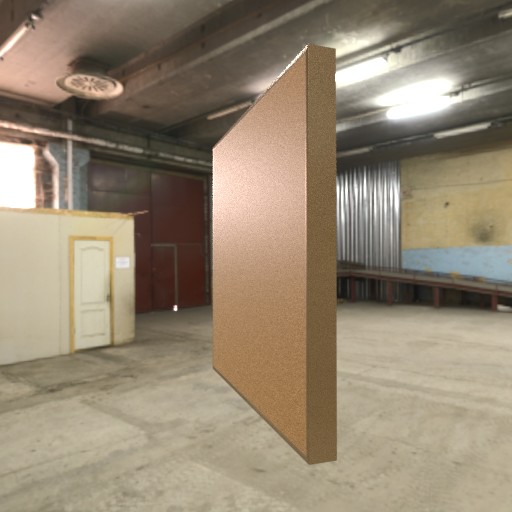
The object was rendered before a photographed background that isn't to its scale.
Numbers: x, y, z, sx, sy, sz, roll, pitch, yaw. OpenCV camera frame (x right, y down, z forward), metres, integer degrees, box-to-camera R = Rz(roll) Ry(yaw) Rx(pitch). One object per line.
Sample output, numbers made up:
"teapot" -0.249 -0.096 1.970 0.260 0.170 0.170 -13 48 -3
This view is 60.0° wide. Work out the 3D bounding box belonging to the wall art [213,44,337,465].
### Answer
"wall art" 0.000 0.000 0.786 0.038 0.511 0.513 0 -1 -19
